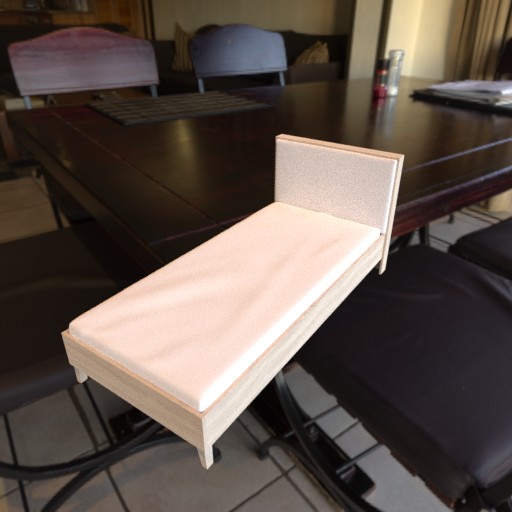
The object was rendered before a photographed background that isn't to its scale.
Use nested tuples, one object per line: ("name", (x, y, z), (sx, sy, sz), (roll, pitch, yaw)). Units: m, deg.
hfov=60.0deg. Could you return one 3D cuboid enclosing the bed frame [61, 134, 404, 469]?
("bed frame", (0.000, 0.000, 2.753), (0.990, 0.920, 2.140), (19, 35, 30))
